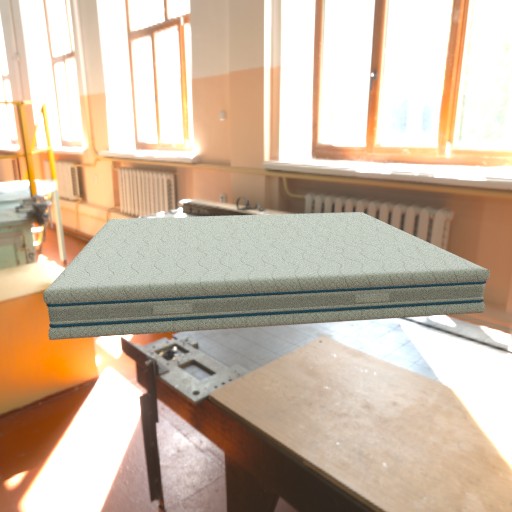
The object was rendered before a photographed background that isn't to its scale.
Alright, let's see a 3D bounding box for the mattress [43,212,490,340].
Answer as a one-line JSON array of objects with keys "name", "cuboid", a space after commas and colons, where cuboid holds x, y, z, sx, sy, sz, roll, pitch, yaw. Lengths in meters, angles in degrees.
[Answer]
[{"name": "mattress", "cuboid": [0.000, 0.000, 2.734, 2.000, 0.230, 1.600, -2, 16, -8]}]
